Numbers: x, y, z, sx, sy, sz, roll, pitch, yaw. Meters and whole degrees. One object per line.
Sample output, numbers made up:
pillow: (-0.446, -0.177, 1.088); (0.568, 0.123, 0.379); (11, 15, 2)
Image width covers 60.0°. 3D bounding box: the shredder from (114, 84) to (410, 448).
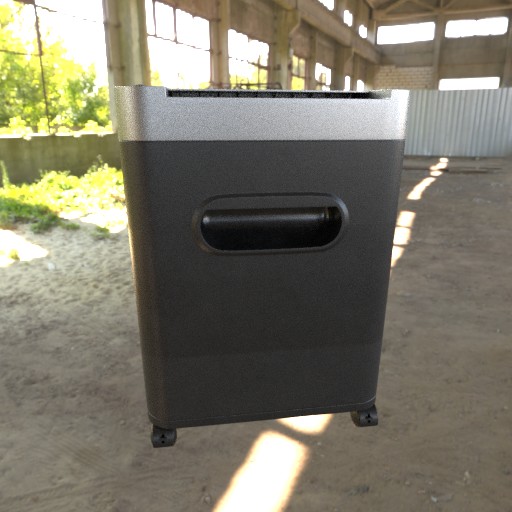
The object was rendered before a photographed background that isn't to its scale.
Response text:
shredder: (0.000, 0.000, 0.599); (0.311, 0.419, 0.237); (-2, 16, -8)
